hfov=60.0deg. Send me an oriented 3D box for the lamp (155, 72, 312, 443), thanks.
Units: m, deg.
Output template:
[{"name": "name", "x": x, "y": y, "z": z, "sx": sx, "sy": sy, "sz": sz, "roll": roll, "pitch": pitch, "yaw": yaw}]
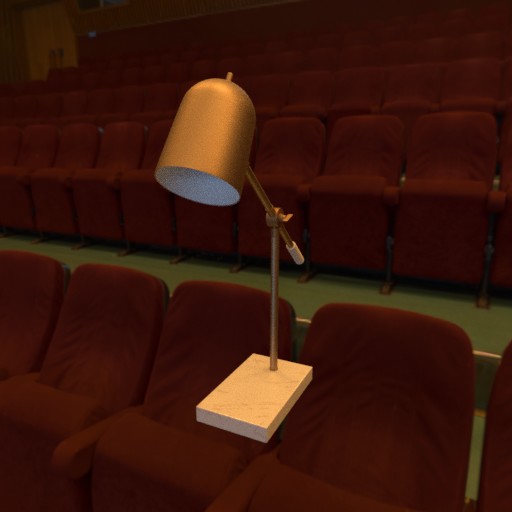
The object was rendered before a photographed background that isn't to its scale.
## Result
[{"name": "lamp", "x": 0.000, "y": 0.000, "z": 0.811, "sx": 0.144, "sy": 0.603, "sz": 0.471, "roll": 7, "pitch": 16, "yaw": 25}]
